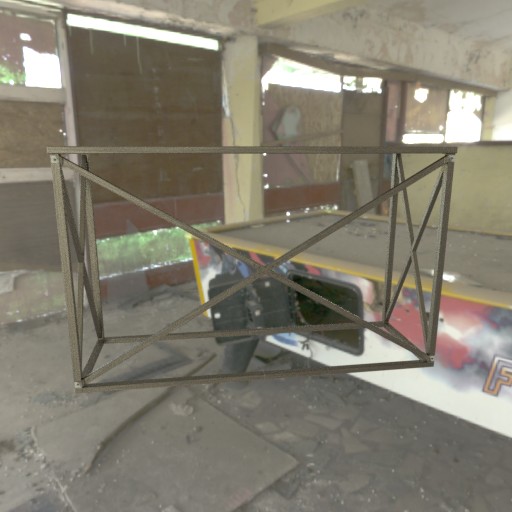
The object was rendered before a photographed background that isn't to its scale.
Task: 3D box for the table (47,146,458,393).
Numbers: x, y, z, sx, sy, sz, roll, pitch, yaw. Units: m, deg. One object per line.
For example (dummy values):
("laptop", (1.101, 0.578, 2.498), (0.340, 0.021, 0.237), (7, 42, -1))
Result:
("table", (0.000, 0.000, 1.577), (1.216, 0.753, 0.402), (-2, 14, -8))
